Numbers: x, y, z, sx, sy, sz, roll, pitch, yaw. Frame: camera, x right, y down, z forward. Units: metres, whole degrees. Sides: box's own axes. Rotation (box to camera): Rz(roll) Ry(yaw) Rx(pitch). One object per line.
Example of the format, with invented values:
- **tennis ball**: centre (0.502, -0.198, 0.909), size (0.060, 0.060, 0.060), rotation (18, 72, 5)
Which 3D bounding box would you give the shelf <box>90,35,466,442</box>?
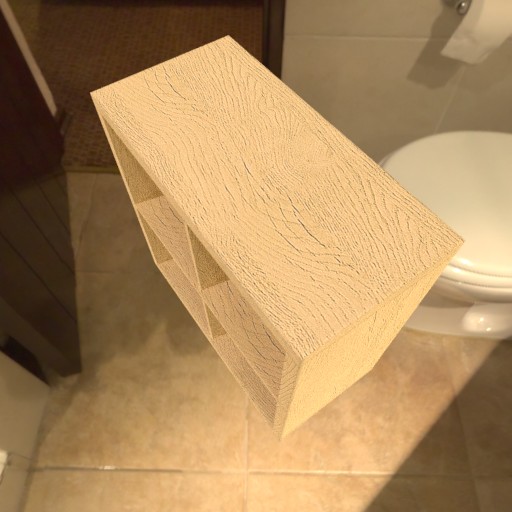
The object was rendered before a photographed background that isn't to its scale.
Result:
- **shelf**: centre (0.000, 0.000, 1.265), size (0.390, 0.786, 0.790), rotation (-31, 64, -18)
